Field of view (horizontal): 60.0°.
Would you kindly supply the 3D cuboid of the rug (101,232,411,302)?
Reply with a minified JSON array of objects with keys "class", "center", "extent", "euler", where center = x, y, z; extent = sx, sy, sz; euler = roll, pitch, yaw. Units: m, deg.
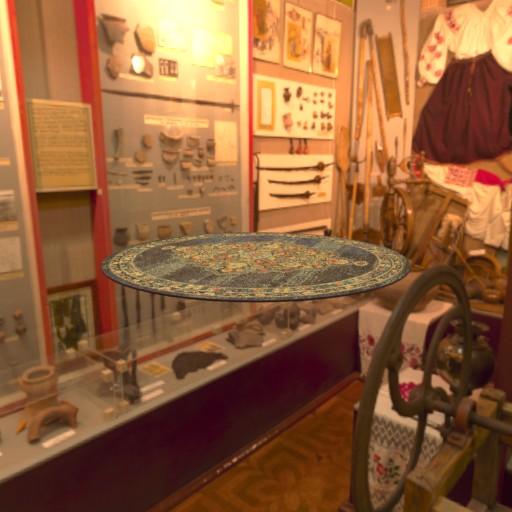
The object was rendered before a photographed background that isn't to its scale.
[{"class":"rug","center":[0.000,0.000,2.401],"extent":[1.591,0.010,1.591],"euler":[0,12,0]}]
